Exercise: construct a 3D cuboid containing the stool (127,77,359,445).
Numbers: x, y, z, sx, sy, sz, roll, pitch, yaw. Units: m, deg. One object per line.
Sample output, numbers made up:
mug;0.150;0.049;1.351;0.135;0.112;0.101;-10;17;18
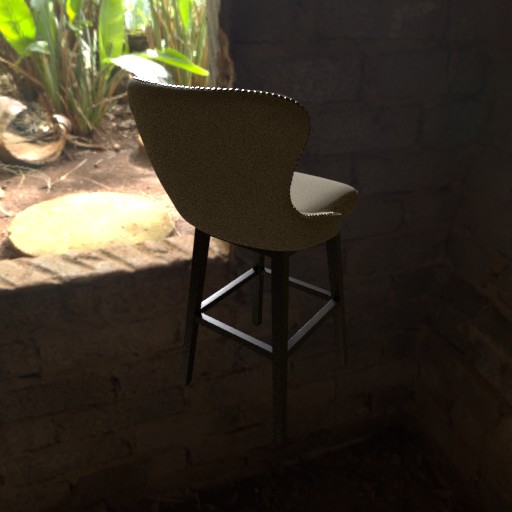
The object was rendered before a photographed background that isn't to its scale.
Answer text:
stool;0.000;0.000;1.379;0.528;1.066;0.605;20;34;32
